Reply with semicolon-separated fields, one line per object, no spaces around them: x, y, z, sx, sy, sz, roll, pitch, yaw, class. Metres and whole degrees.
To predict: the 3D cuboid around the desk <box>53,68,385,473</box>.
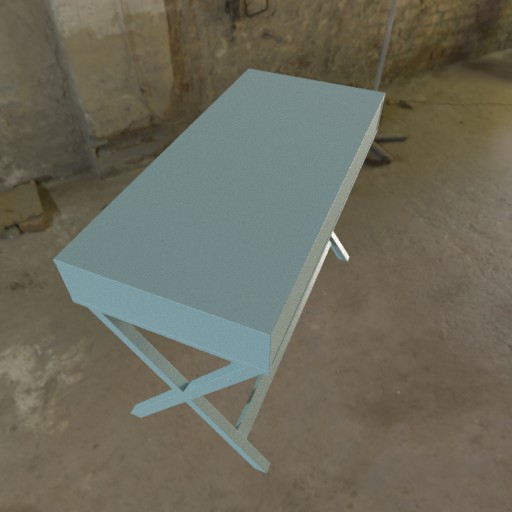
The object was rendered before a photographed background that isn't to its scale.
0.000;0.000;1.505;0.509;0.780;1.059;17;48;16;desk
